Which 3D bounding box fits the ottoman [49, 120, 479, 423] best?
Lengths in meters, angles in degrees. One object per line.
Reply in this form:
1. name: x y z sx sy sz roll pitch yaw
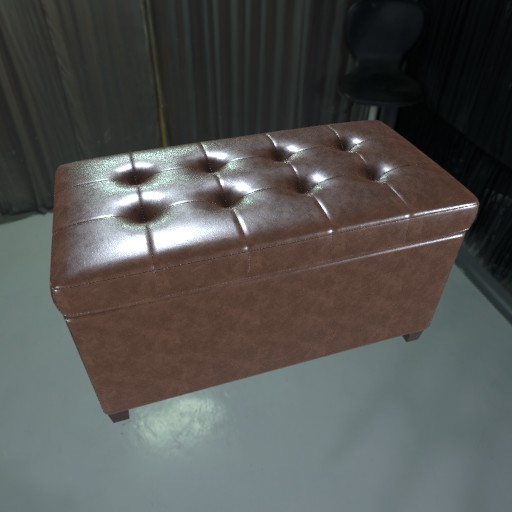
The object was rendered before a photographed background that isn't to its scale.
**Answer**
1. ottoman: 0.000 0.000 1.091 0.838 0.470 0.432 -12 42 -13
